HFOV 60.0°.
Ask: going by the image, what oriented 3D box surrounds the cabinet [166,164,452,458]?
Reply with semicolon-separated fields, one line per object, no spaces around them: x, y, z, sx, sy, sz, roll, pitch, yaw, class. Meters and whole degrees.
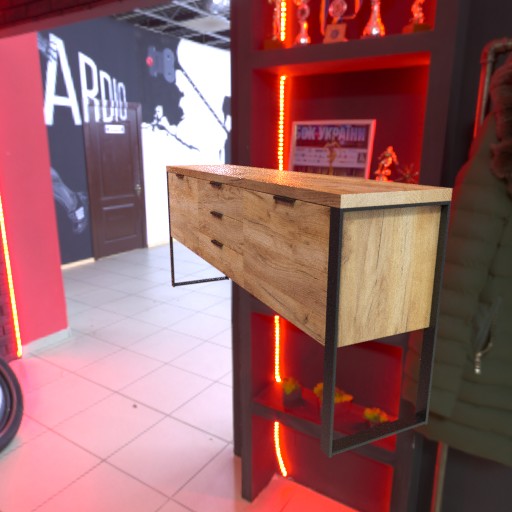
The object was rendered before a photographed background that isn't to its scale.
0.000;0.000;2.062;0.395;0.762;1.800;-6;15;-24;cabinet
